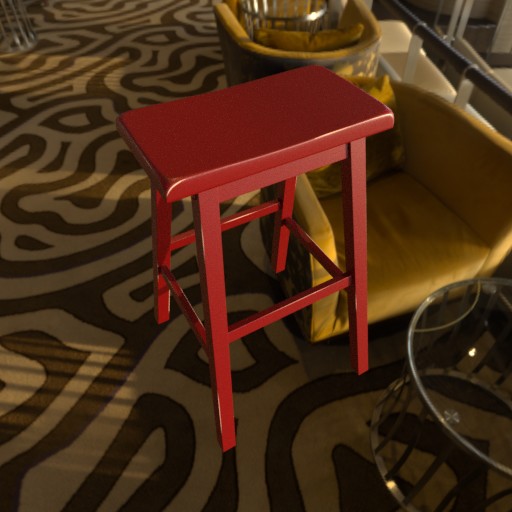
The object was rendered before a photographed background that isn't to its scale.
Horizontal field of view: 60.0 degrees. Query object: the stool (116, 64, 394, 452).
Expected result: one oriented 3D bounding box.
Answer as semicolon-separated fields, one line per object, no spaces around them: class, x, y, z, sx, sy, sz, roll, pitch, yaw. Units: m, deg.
stool;0.000;0.000;1.053;0.457;0.737;0.476;-22;50;-20
